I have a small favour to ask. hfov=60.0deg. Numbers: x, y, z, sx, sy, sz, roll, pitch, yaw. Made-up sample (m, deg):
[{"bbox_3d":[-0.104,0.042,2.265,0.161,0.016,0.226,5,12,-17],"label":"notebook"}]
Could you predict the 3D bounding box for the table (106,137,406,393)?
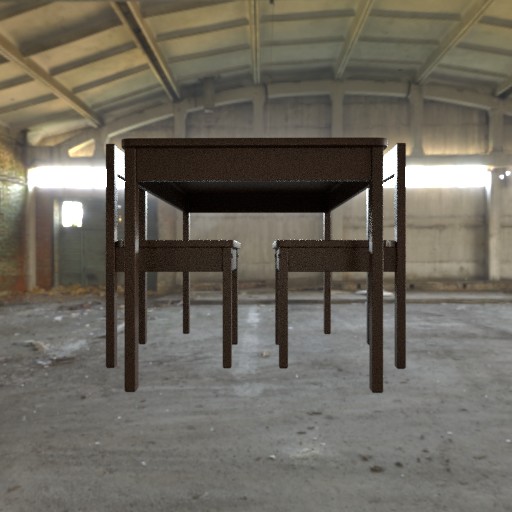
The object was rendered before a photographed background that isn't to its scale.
[{"bbox_3d":[0.000,0.000,1.130,0.672,0.503,0.650,0,0,1],"label":"table"}]
